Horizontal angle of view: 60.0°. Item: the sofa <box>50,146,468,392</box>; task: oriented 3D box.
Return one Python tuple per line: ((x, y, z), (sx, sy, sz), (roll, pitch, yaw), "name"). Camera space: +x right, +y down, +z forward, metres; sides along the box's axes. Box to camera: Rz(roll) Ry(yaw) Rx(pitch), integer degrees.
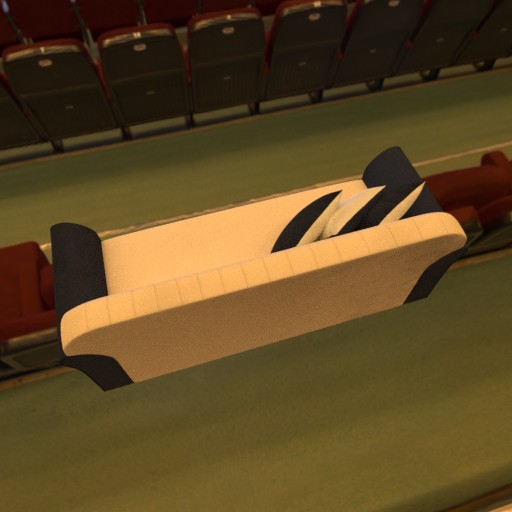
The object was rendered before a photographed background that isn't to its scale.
((0.000, 0.000, 2.394), (2.006, 0.789, 0.749), (-14, 59, -9), "sofa")
